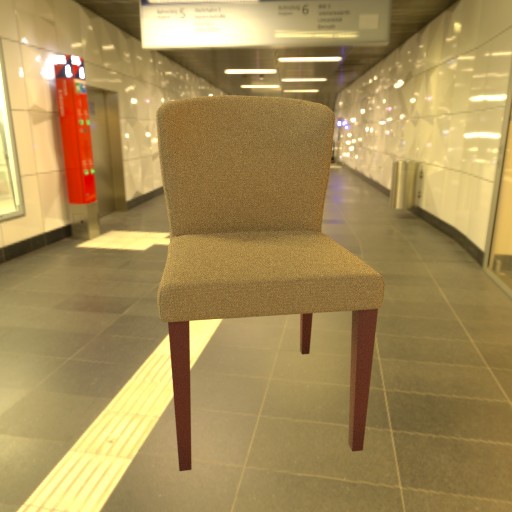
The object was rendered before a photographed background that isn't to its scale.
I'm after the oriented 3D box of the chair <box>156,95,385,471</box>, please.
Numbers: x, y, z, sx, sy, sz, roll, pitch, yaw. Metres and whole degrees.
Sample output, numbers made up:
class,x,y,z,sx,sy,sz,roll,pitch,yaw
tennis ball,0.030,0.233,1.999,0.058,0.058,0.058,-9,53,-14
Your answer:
class,x,y,z,sx,sy,sz,roll,pitch,yaw
chair,0.000,0.000,1.169,0.491,0.839,0.589,-2,16,-9
